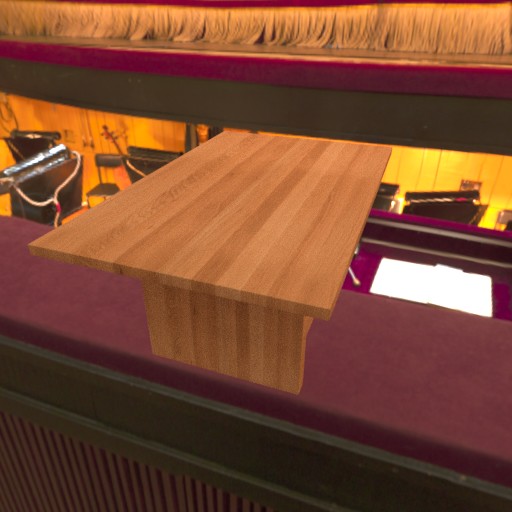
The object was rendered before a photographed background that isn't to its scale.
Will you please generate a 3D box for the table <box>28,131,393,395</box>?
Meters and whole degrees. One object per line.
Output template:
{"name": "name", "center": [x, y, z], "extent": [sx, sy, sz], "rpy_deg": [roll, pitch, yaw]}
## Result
{"name": "table", "center": [0.000, 0.000, 1.477], "extent": [0.700, 0.510, 1.100], "rpy_deg": [11, 31, 18]}
